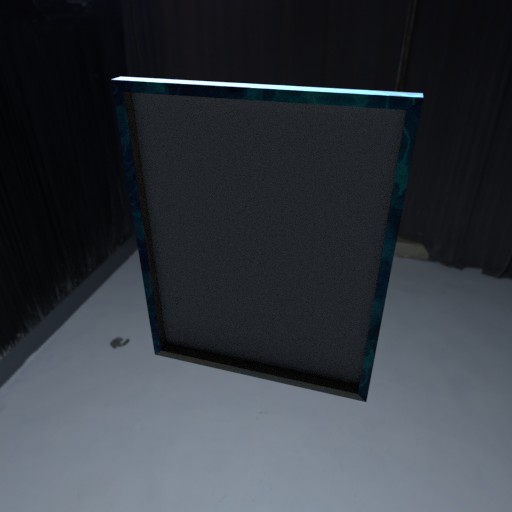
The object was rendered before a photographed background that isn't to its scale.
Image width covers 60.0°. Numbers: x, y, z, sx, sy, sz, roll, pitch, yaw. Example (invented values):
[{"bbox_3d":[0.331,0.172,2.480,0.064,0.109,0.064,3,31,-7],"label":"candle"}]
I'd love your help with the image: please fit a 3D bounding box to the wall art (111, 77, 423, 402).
[{"bbox_3d":[0.000,0.000,1.045,0.609,0.760,0.038,9,32,14],"label":"wall art"}]
